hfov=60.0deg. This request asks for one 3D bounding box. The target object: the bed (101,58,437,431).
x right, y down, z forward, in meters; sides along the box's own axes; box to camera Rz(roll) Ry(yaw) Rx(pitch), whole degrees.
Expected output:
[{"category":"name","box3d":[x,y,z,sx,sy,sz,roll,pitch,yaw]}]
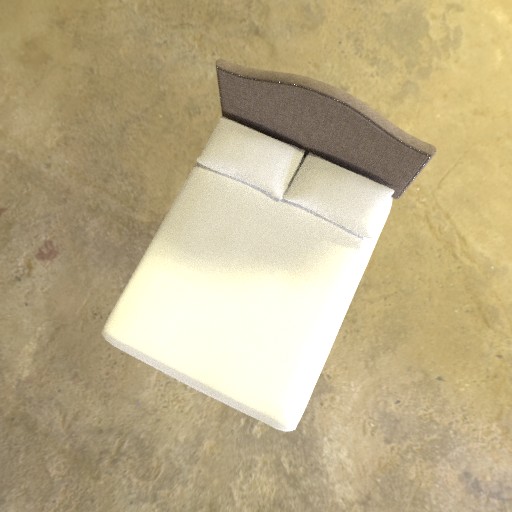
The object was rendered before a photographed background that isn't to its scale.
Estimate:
[{"category":"bed","box3d":[0.000,0.000,3.340,1.713,1.518,2.153,25,76,7]}]
